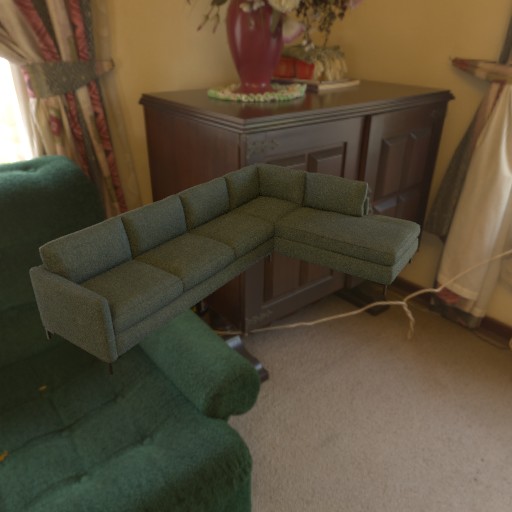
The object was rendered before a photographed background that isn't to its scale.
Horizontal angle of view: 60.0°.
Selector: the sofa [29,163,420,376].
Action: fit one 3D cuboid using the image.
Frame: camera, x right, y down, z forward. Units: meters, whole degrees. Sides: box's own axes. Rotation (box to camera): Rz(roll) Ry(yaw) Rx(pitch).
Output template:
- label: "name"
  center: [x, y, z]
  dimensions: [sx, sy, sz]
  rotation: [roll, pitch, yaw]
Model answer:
- label: "sofa"
  center: [0.000, 0.000, 3.833]
  dimensions: [2.007, 0.815, 2.949]
  rotation: [17, 32, 30]
